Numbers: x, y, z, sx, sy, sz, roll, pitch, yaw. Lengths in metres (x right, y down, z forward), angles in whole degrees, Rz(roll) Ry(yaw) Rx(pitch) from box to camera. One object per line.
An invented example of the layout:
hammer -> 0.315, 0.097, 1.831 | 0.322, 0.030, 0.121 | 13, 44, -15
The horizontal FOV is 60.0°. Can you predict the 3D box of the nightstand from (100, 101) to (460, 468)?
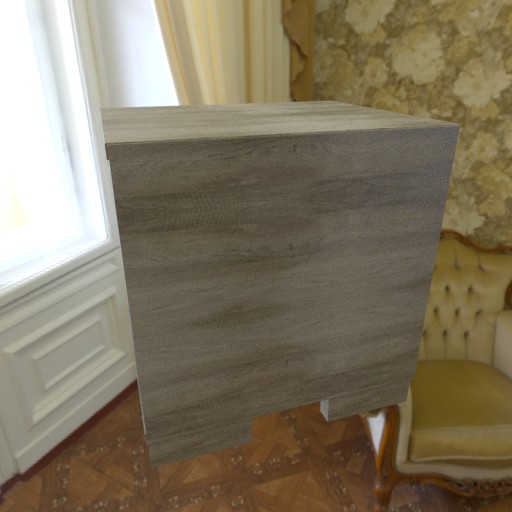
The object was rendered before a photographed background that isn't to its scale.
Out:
nightstand -> 0.000, 0.000, 0.734 | 0.427, 0.448, 0.347 | -8, 25, -17
